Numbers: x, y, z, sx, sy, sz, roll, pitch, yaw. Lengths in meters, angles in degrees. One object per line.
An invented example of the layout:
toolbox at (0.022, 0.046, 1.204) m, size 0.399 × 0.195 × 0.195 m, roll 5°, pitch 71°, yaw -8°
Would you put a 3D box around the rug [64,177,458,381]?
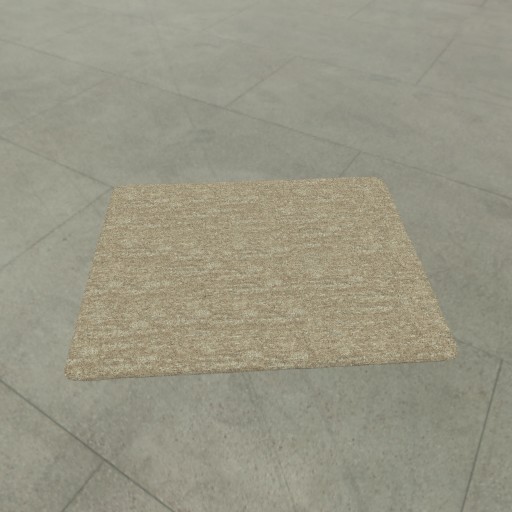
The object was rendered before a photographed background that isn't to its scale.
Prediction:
rug at (0.000, 0.000, 3.900) m, size 2.873 × 0.050 × 2.242 m, roll -2°, pitch 46°, yaw -2°
